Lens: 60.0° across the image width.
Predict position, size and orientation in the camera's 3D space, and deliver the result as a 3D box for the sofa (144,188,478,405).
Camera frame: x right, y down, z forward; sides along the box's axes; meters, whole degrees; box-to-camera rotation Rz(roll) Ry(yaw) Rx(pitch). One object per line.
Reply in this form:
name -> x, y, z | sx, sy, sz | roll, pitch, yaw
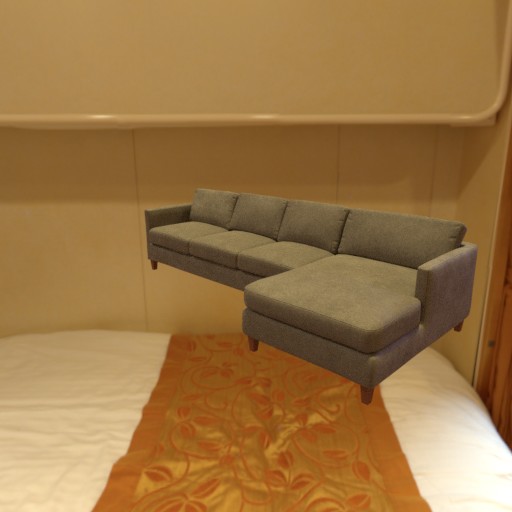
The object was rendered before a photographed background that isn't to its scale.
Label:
sofa -> 0.000, 0.000, 4.195 | 3.471, 0.950, 1.604 | 15, 21, 42
